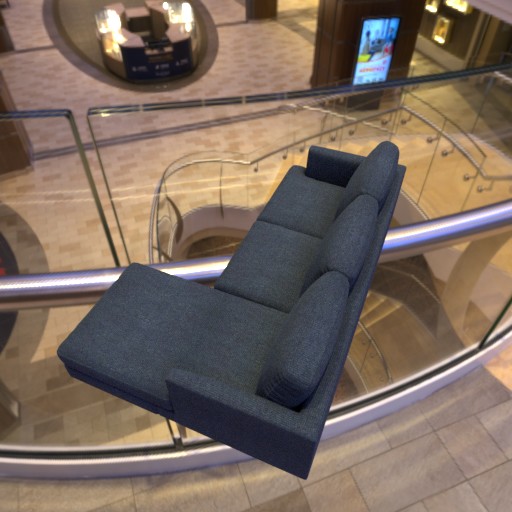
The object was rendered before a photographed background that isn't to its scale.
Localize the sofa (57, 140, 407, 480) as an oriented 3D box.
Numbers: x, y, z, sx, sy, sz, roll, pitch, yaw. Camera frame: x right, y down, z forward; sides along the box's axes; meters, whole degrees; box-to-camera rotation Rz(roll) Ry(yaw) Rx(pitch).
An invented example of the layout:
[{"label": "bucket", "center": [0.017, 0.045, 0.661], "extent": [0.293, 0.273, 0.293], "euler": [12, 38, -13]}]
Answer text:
[{"label": "sofa", "center": [0.000, 0.000, 2.953], "extent": [1.504, 0.956, 2.233], "euler": [17, 48, 16]}]
